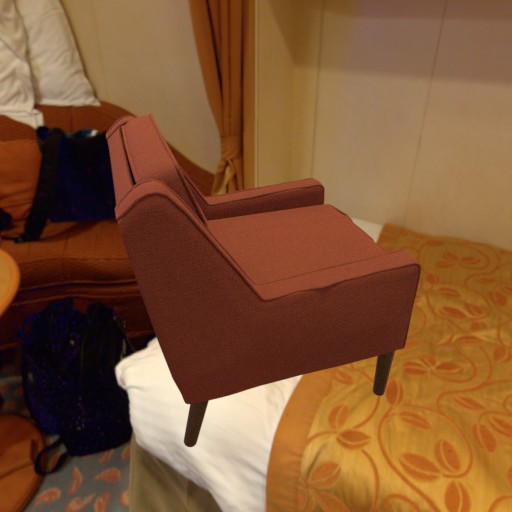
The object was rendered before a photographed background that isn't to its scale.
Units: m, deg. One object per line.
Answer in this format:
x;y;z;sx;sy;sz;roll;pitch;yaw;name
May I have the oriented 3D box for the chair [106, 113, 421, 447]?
0.000;0.000;1.378;0.770;0.812;0.680;-9;32;-15;chair
